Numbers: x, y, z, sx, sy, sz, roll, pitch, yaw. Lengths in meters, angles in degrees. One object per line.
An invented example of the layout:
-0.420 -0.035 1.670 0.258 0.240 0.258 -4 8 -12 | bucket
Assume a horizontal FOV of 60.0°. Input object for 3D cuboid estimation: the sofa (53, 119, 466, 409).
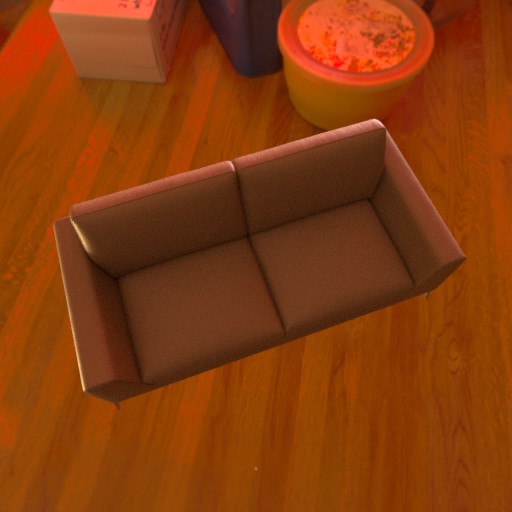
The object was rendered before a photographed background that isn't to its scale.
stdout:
0.000 0.000 2.491 2.017 0.875 0.953 -18 66 -8 | sofa
